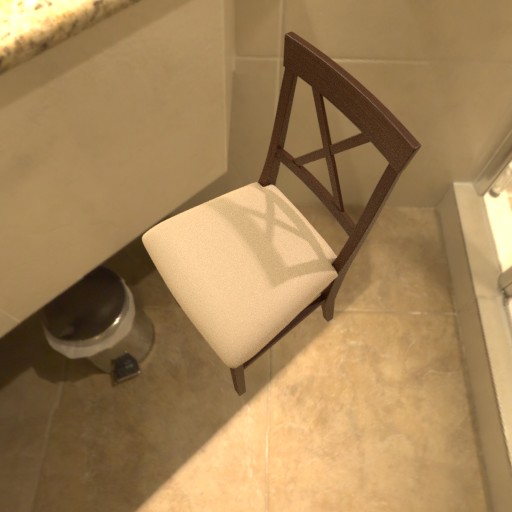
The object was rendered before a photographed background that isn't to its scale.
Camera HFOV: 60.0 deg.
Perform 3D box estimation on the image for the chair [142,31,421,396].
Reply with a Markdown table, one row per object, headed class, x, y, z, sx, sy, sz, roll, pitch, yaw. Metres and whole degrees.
| class | x | y | z | sx | sy | sz | roll | pitch | yaw |
| --- | --- | --- | --- | --- | --- | --- | --- | --- | --- |
| chair | 0.000 | 0.000 | 1.182 | 0.480 | 0.913 | 0.440 | -32 | 67 | -15 |
